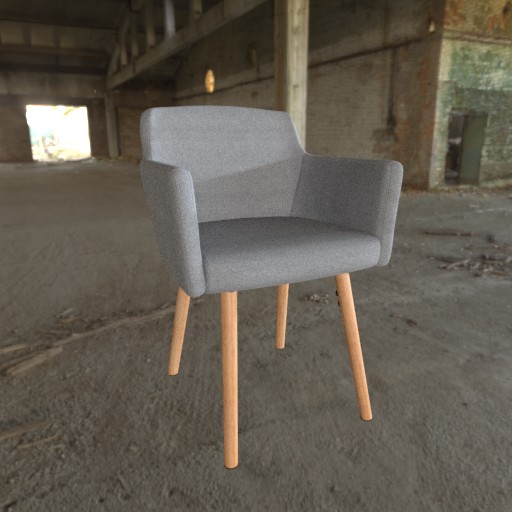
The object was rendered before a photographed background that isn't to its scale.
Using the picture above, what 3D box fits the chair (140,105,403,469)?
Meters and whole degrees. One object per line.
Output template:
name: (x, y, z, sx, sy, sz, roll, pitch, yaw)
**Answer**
chair: (0.000, 0.000, 1.171, 0.570, 0.780, 0.540, -8, 17, -26)
